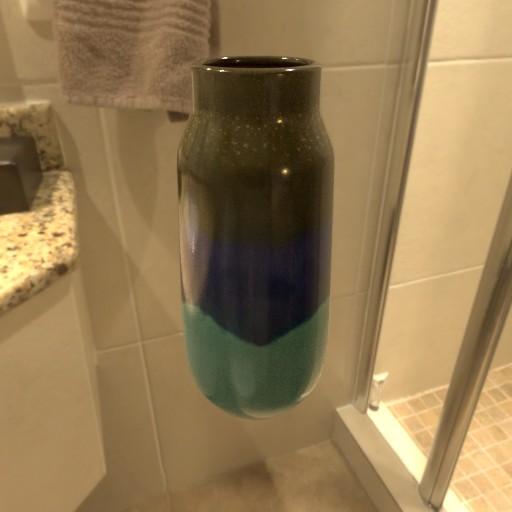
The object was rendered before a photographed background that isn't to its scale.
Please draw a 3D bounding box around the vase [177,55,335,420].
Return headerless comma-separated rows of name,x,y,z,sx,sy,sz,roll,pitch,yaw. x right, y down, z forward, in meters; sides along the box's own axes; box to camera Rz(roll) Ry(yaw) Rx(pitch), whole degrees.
vase,0.000,0.000,0.387,0.139,0.313,0.139,0,29,0
